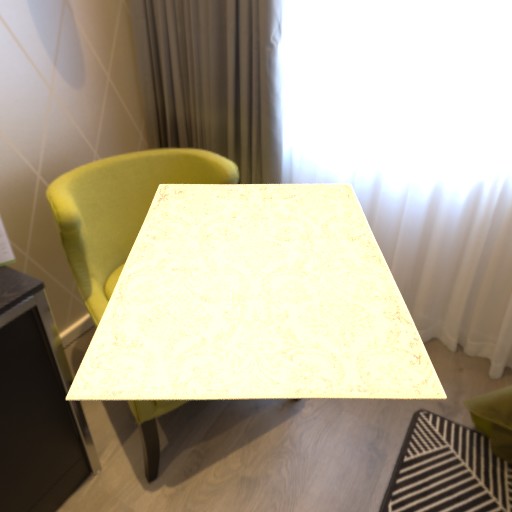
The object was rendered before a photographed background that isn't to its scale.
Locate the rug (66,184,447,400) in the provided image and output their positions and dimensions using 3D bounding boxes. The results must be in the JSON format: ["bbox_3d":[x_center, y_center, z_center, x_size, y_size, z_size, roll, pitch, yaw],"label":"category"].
[{"bbox_3d":[0.000,0.000,2.775,1.598,0.014,2.202,0,33,0],"label":"rug"}]
